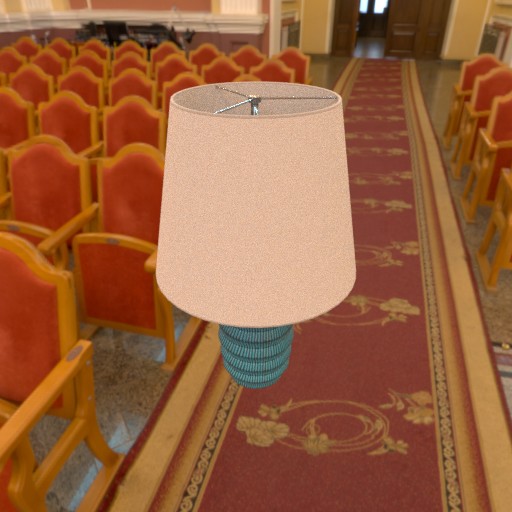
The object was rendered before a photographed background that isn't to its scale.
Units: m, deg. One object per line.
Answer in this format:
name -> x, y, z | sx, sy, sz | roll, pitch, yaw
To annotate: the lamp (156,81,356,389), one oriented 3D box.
lamp -> 0.000, 0.000, 0.567 | 0.254, 0.392, 0.254 | 0, 31, 0
